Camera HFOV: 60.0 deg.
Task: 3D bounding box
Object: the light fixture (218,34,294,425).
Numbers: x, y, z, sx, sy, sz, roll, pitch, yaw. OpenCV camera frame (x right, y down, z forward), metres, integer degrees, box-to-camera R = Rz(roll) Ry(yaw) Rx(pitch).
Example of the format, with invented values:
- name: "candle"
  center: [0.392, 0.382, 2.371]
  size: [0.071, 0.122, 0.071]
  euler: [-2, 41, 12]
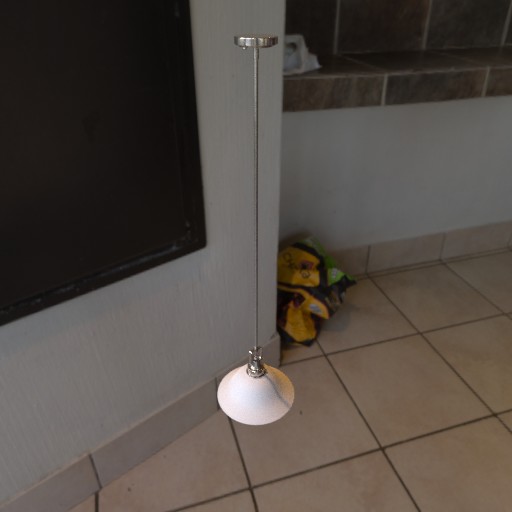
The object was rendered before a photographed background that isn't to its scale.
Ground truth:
- name: "light fixture"
  center: [0.000, 0.000, 1.516]
  size: [0.324, 1.354, 0.324]
  euler: [-20, 37, -30]
